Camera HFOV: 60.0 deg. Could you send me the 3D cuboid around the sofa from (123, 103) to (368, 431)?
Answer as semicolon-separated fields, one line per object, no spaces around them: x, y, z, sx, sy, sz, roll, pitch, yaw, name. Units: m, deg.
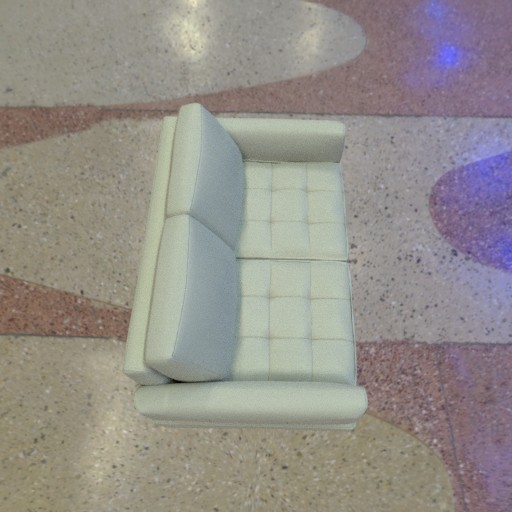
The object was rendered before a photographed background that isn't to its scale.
0.000;0.000;2.532;1.121;0.930;1.819;1;63;1;sofa
